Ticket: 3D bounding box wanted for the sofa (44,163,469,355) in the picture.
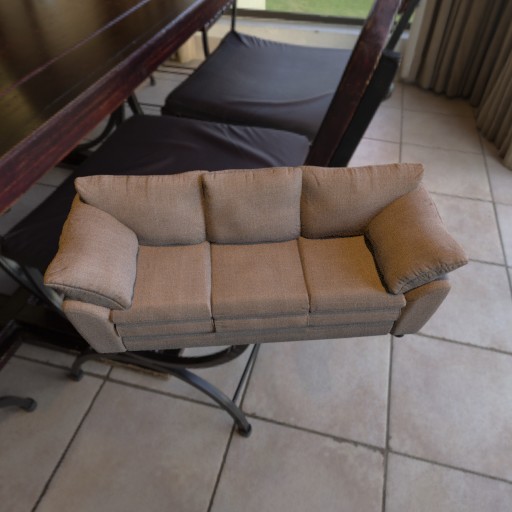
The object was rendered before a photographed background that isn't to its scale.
[{"bbox_3d":[0.000,0.000,2.873,2.334,0.996,0.878,-3,45,-3],"label":"sofa"}]
